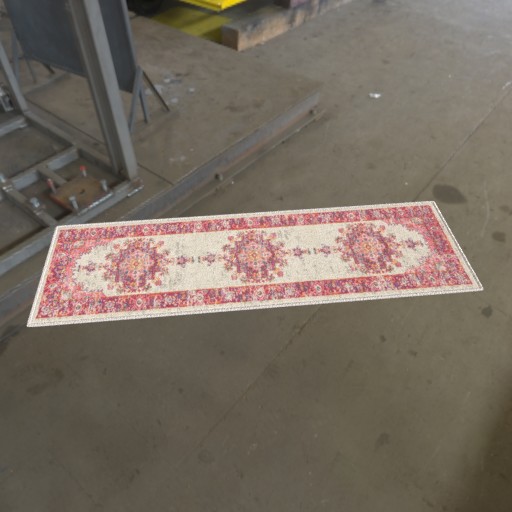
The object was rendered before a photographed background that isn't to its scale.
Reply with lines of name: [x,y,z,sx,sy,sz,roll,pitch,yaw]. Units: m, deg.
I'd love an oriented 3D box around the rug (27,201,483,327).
rug: [0.000,0.000,1.943,1.824,0.009,0.562,-4,48,-4]
